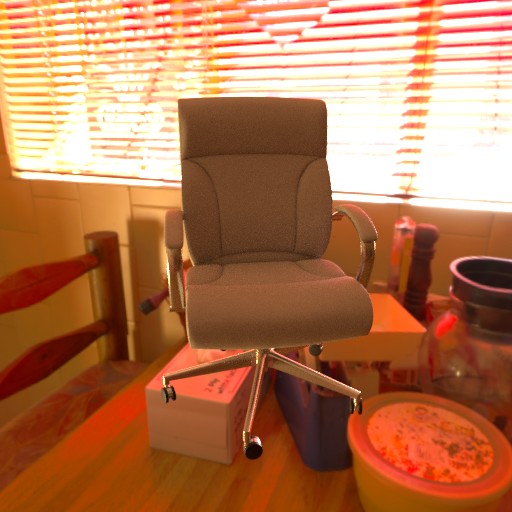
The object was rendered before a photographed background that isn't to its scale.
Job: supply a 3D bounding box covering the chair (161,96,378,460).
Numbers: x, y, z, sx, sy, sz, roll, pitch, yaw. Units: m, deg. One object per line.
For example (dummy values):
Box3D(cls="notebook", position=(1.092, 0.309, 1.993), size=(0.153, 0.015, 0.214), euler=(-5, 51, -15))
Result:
Box3D(cls="chair", position=(0.000, 0.000, 1.581), size=(0.727, 1.099, 0.745), euler=(-3, 17, -9))
